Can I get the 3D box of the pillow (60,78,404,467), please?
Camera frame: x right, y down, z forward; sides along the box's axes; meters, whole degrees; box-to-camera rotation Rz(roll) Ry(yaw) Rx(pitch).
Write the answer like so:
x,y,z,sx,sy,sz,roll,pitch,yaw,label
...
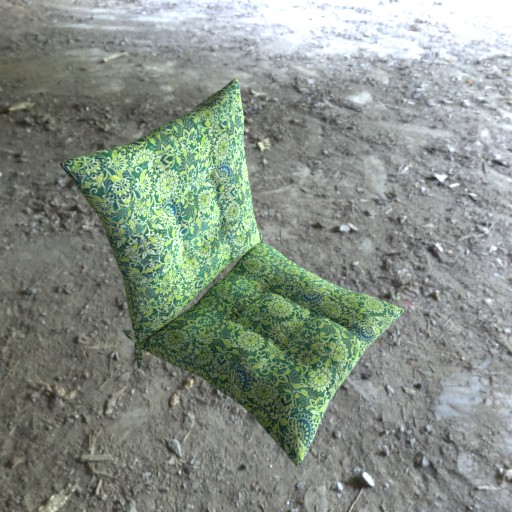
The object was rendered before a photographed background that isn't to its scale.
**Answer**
x,y,z,sx,sy,sz,roll,pitch,yaw,label
0.000,0.000,0.991,0.585,0.536,0.541,26,48,27,pillow
